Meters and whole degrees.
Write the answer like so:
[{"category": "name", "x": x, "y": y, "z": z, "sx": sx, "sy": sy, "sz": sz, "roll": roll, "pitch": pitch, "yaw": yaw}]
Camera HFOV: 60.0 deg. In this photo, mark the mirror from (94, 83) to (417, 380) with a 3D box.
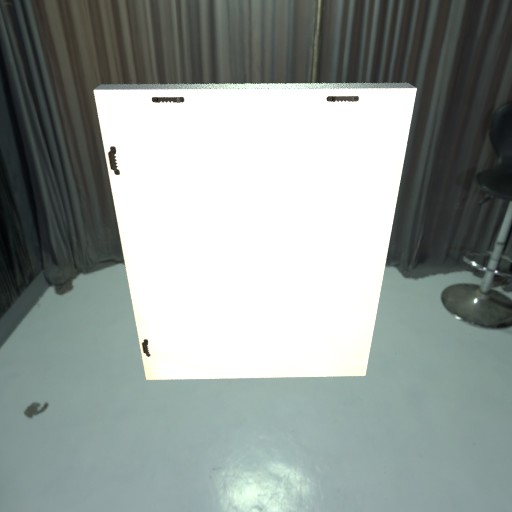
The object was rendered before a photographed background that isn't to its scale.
[{"category": "mirror", "x": 0.000, "y": 0.000, "z": 0.701, "sx": 0.406, "sy": 0.509, "sz": 0.041, "roll": -1, "pitch": 31, "yaw": -1}]
